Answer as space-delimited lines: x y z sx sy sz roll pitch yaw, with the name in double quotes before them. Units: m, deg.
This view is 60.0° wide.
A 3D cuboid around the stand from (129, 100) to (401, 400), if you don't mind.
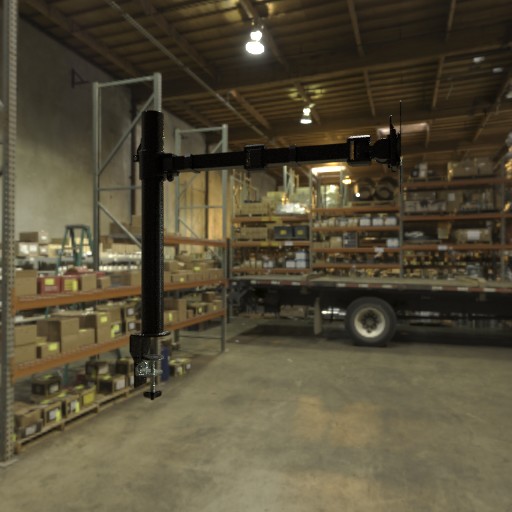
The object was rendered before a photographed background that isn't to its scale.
"stand" 0.000 0.000 0.733 0.456 0.510 0.115 0 0 18
